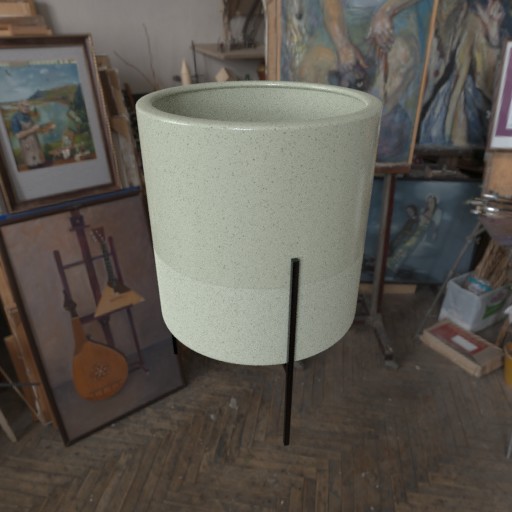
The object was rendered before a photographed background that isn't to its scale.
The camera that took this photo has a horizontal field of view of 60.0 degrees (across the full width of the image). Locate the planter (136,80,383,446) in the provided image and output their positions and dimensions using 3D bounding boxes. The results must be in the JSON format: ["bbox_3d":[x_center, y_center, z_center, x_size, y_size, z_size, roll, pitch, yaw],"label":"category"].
[{"bbox_3d":[0.000,0.000,0.694,0.323,0.475,0.314,8,30,14],"label":"planter"}]
